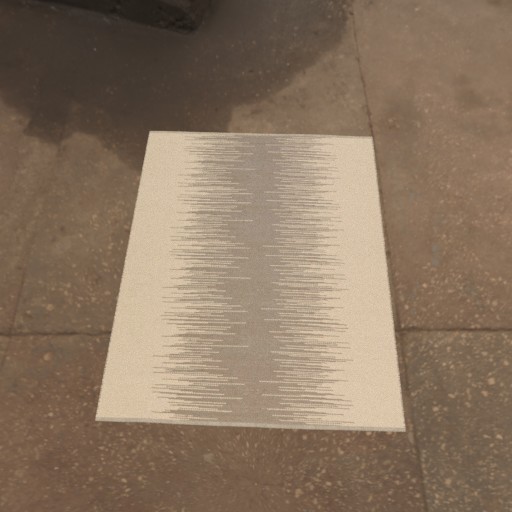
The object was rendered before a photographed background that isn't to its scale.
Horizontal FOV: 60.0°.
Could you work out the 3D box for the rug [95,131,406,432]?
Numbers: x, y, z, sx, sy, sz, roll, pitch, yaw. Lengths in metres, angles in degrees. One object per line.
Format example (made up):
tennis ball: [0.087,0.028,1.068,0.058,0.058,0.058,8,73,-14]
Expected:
rug: [0.000,0.000,4.184,2.453,0.010,3.037,2,63,1]
